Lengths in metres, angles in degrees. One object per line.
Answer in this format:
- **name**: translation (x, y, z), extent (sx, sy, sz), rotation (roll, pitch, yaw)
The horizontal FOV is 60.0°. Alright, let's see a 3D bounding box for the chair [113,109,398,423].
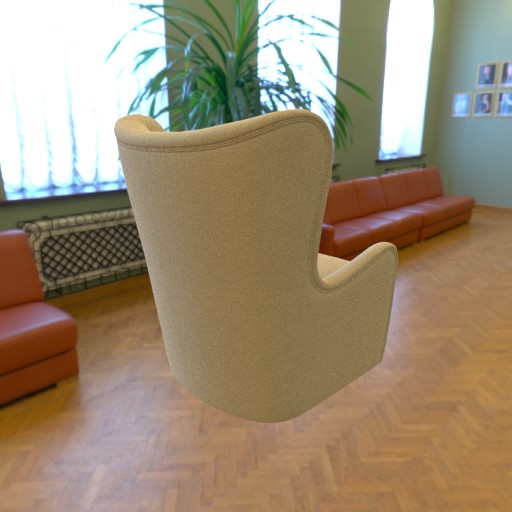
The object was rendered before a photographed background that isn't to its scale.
- **chair**: translation (0.000, 0.000, 1.762), extent (0.831, 1.079, 0.929), rotation (14, 22, 40)
